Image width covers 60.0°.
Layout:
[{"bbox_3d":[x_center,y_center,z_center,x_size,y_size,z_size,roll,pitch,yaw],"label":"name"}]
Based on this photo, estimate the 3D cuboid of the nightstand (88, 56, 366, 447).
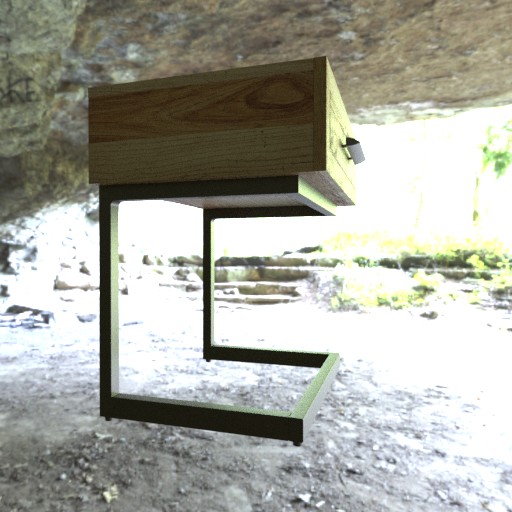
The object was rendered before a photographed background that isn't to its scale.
[{"bbox_3d":[0.000,0.000,1.020,0.481,0.632,0.558,0,1,18],"label":"nightstand"}]
